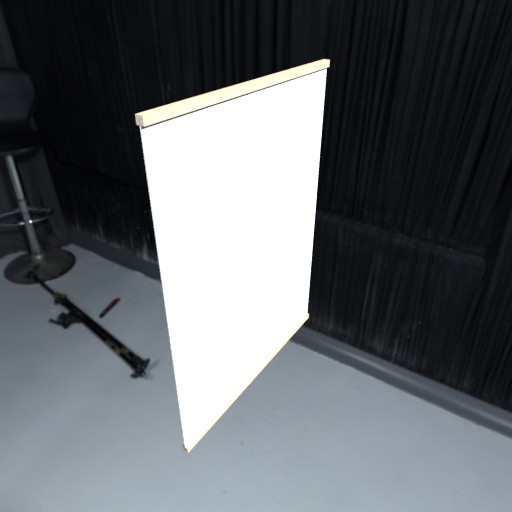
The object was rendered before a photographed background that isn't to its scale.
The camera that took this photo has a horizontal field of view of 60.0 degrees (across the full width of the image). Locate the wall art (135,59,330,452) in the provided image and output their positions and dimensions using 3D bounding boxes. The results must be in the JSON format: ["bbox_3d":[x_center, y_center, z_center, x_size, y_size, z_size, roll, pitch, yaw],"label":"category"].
[{"bbox_3d":[0.000,0.000,0.811,0.012,0.608,0.459,20,37,28],"label":"wall art"}]
